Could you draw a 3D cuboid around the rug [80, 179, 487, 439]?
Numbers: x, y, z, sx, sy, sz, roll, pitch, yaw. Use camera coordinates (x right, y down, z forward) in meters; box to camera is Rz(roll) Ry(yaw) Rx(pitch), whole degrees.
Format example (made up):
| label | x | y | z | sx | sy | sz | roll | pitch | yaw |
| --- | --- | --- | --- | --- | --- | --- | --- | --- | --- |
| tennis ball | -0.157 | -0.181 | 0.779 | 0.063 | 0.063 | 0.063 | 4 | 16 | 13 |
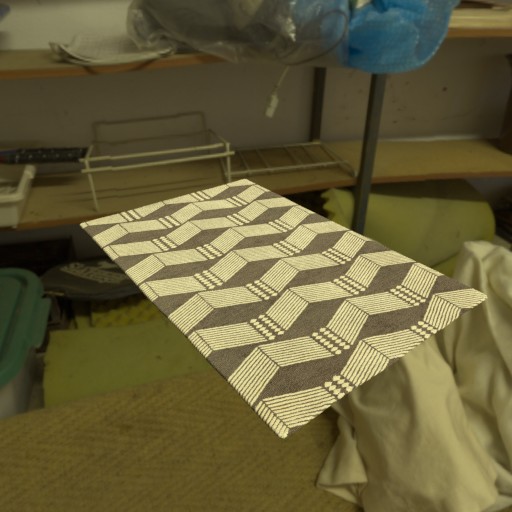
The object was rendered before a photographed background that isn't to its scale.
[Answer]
| label | x | y | z | sx | sy | sz | roll | pitch | yaw |
| --- | --- | --- | --- | --- | --- | --- | --- | --- | --- |
| rug | 0.000 | 0.000 | 2.286 | 1.210 | 0.016 | 1.833 | -21 | 37 | -32 |
